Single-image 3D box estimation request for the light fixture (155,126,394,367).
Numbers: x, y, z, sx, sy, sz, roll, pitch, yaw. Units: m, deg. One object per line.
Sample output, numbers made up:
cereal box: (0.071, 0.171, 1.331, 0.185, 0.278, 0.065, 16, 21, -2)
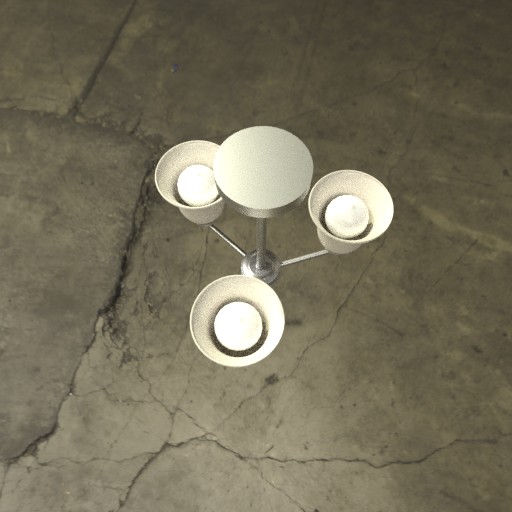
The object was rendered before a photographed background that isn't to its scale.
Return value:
light fixture: (0.000, 0.000, 0.686, 0.388, 0.370, 0.354, 12, 66, 6)
